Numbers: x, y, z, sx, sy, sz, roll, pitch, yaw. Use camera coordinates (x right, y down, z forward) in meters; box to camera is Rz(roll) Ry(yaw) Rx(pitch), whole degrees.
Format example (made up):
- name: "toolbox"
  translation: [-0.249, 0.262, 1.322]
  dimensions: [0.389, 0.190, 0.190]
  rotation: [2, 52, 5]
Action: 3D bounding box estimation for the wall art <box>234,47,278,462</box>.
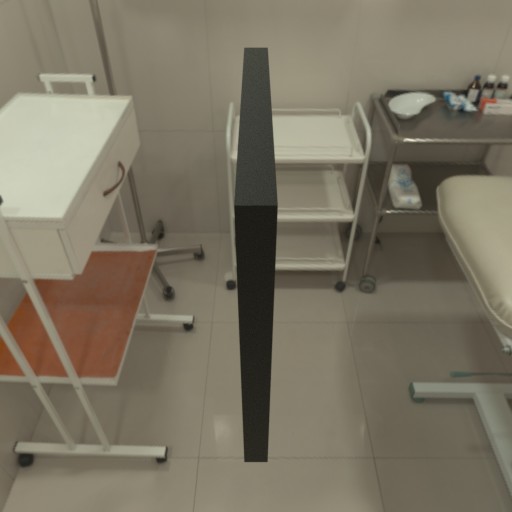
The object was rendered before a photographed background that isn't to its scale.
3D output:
- name: "wall art"
  translation: [0.000, 0.000, 0.539]
  dimensions: [0.029, 0.381, 0.330]
  rotation: [0, 42, 0]
